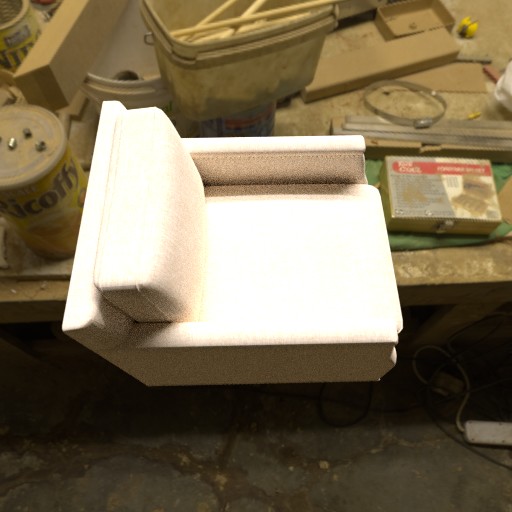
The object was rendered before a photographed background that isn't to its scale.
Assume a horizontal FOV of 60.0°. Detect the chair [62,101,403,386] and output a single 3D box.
[{"bbox_3d":[0.000,0.000,1.716,1.041,0.940,0.838,-1,63,-1],"label":"chair"}]
